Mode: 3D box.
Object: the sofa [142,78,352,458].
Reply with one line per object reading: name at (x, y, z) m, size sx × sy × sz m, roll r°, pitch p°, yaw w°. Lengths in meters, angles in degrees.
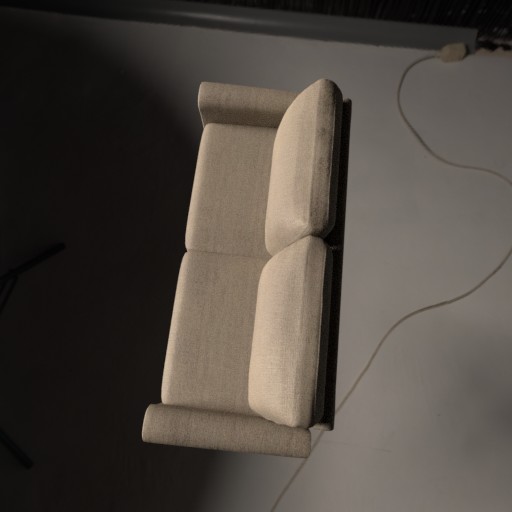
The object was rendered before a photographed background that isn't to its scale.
sofa at (0.000, 0.000, 2.391) m, size 0.842 × 0.942 × 1.935 m, roll 6°, pitch 74°, yaw 2°
